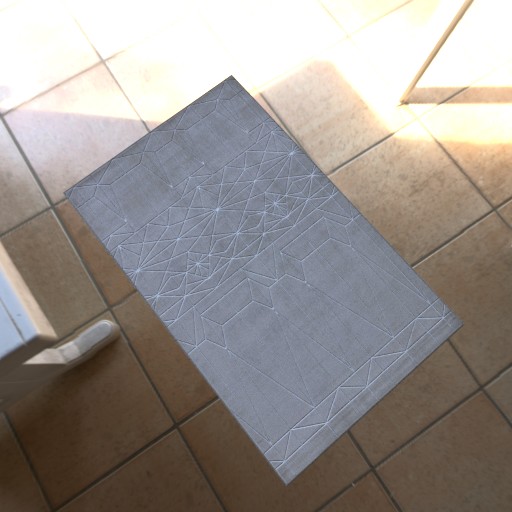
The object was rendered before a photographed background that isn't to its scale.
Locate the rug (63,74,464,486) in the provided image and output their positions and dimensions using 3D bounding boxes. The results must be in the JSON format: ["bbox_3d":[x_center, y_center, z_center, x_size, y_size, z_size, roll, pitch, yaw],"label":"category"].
[{"bbox_3d":[0.000,0.000,3.009,1.524,0.012,2.438,-38,79,-9],"label":"rug"}]
